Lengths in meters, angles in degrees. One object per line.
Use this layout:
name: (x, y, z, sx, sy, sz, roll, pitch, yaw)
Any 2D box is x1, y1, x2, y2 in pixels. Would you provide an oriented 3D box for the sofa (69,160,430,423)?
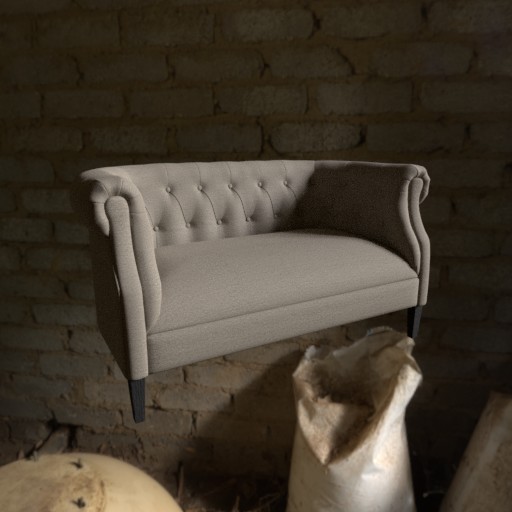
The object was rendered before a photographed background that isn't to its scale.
sofa: (0.000, 0.000, 2.049, 1.558, 0.827, 0.835, -8, 17, -29)
